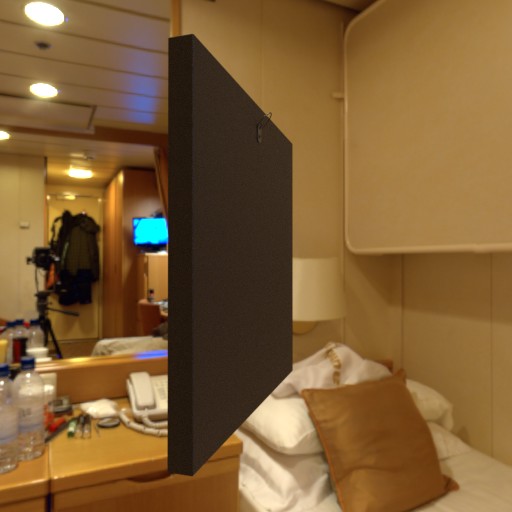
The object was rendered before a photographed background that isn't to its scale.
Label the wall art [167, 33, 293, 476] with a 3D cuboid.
[{"bbox_3d":[0.000,0.000,0.516,0.038,0.349,0.349,0,-1,18],"label":"wall art"}]
